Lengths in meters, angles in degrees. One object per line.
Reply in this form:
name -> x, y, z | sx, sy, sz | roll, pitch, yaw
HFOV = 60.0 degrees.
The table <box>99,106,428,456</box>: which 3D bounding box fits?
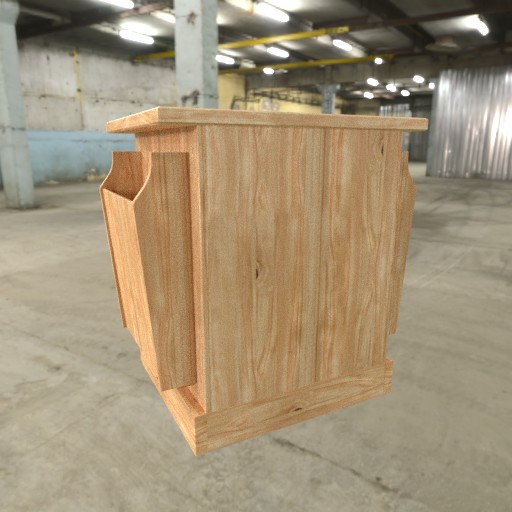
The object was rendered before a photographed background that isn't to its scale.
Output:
table -> 0.000, 0.000, 0.878 | 0.530, 0.515, 0.380 | -7, 15, -27
